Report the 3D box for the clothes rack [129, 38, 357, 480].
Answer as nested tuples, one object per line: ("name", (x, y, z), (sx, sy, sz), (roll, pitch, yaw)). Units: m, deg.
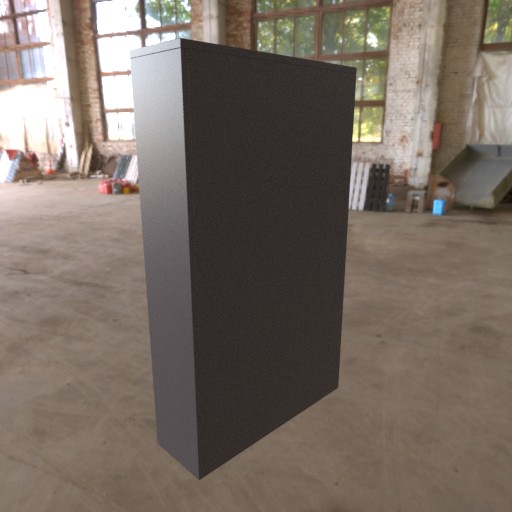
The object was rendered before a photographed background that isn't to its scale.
("clothes rack", (0.000, 0.000, 1.568), (0.750, 1.280, 0.250), (-15, 22, -42))
